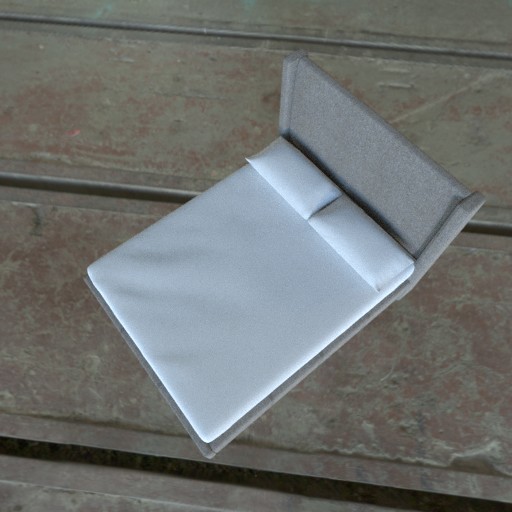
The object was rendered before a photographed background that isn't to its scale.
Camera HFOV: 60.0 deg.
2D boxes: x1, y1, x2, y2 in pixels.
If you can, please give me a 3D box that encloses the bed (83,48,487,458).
[{"bbox_3d":[0.000,0.000,3.322,2.245,1.481,1.714,-36,69,-16],"label":"bed"}]
